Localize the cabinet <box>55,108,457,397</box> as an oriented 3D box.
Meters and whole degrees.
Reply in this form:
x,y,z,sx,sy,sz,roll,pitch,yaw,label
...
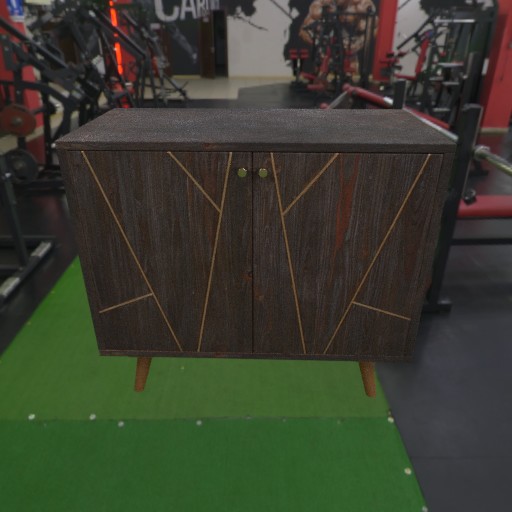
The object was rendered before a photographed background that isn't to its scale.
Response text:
x,y,z,sx,sy,sz,roll,pitch,yaw,label
0.000,0.000,1.540,1.023,0.897,0.529,1,28,2,cabinet
